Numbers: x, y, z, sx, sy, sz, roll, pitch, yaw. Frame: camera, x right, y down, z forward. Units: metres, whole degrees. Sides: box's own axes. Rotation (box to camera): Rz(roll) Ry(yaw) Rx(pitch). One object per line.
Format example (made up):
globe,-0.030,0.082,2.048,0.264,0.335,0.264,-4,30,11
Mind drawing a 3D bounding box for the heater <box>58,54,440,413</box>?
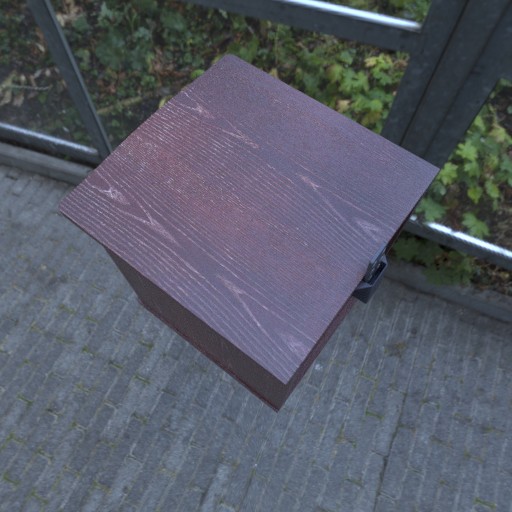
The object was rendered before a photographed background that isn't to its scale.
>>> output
heater,0.000,0.000,0.776,0.400,0.481,0.362,35,69,15
